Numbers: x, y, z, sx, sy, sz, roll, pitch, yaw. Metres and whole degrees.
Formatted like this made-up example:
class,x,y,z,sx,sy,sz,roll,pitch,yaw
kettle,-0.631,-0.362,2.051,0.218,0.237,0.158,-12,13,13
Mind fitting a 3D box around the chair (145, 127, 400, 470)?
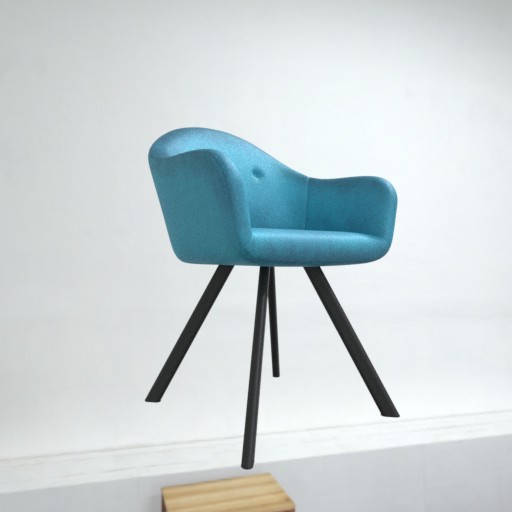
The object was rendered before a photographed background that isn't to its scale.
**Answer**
class,x,y,z,sx,sy,sz,roll,pitch,yaw
chair,0.000,0.000,1.172,0.540,0.780,0.570,0,0,-36
